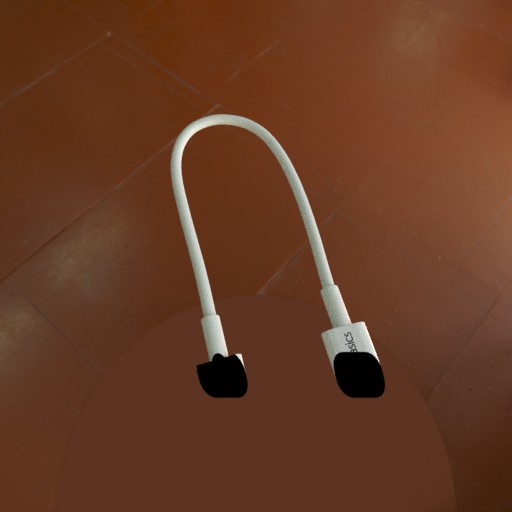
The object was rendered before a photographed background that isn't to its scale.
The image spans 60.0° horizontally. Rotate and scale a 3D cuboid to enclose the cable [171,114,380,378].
[{"bbox_3d":[0.000,0.000,0.113,0.041,0.005,0.098,-13,64,-6],"label":"cable"}]
